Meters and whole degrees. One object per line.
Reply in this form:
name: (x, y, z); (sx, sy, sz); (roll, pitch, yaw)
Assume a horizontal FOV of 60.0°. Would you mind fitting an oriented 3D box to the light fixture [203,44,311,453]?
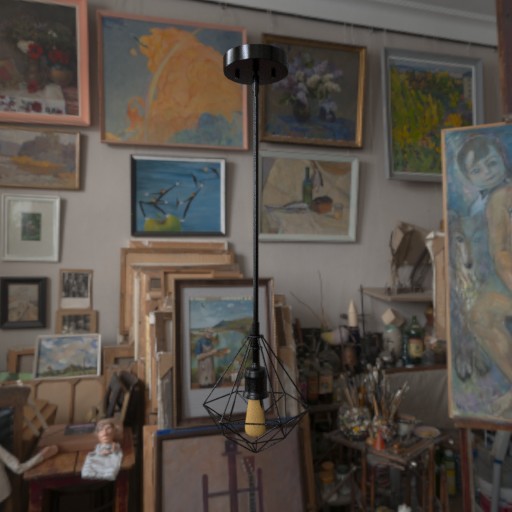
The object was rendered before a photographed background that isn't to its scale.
light fixture: (0.000, 0.000, 1.989); (0.431, 1.764, 0.487); (0, 0, 36)
